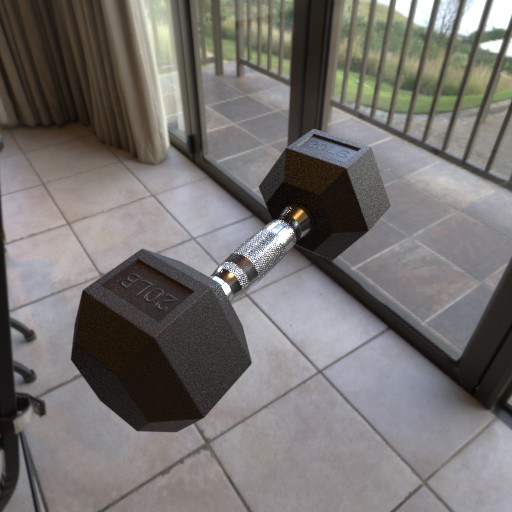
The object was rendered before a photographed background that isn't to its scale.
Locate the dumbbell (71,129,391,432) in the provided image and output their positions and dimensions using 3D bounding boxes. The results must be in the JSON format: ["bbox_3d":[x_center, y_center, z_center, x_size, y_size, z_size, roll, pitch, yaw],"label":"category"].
[{"bbox_3d":[0.000,0.000,0.322,0.106,0.092,0.272,26,48,26],"label":"dumbbell"}]
